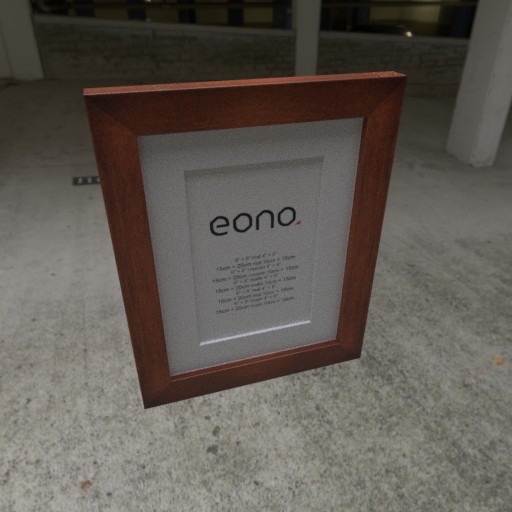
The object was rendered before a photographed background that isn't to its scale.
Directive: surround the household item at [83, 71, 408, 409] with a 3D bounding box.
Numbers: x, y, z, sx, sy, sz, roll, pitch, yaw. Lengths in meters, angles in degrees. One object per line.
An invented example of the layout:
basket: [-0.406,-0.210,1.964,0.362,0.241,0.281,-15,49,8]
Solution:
household item: [0.000,0.000,0.336,0.200,0.250,0.020,-9,33,-15]
